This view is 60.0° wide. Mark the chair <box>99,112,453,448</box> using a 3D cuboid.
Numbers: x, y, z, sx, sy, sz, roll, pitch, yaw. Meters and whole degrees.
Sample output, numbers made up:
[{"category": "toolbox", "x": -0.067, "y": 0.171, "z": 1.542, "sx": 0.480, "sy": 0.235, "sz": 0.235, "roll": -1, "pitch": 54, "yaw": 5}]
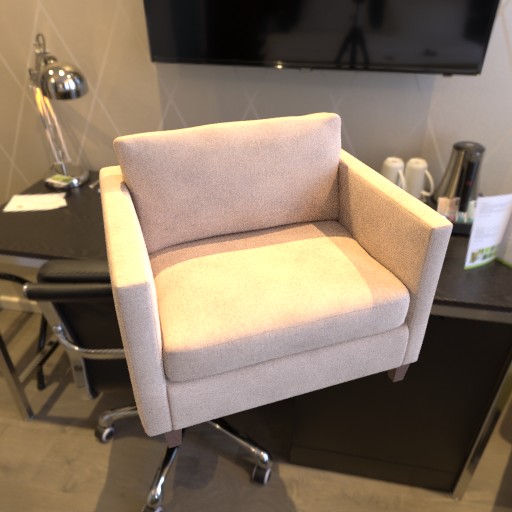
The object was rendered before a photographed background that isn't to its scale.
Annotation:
[{"category": "chair", "x": 0.000, "y": 0.000, "z": 1.830, "sx": 1.133, "sy": 0.961, "sz": 0.959, "roll": -10, "pitch": 34, "yaw": -16}]
